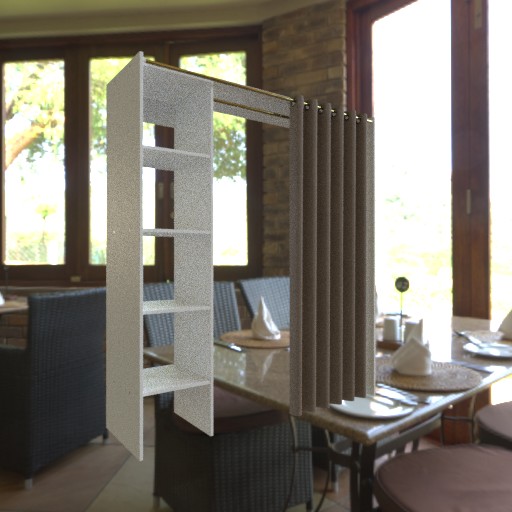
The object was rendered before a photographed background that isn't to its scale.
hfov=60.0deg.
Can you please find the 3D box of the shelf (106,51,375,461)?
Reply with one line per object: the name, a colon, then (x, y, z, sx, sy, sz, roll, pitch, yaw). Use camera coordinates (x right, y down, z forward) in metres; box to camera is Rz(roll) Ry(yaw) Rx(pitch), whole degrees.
shelf: (0.000, 0.000, 2.616, 1.600, 1.820, 0.500, 0, 0, -36)
